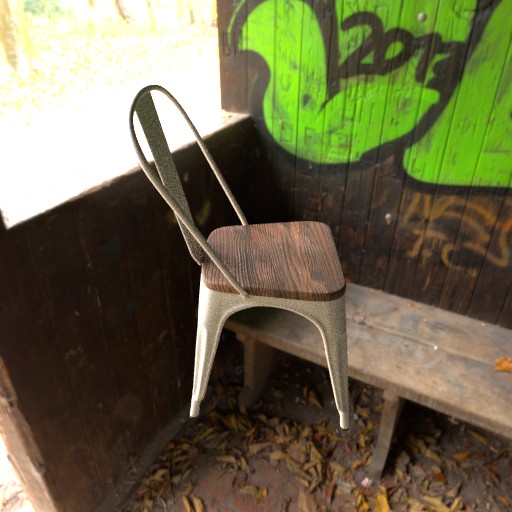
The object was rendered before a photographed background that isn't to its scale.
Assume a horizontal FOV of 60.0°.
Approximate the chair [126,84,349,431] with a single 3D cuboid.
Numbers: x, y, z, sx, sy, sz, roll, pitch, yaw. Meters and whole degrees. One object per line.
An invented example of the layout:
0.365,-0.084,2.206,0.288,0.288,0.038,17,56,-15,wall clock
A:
0.000,0.000,1.187,0.521,0.851,0.452,0,32,0,chair
